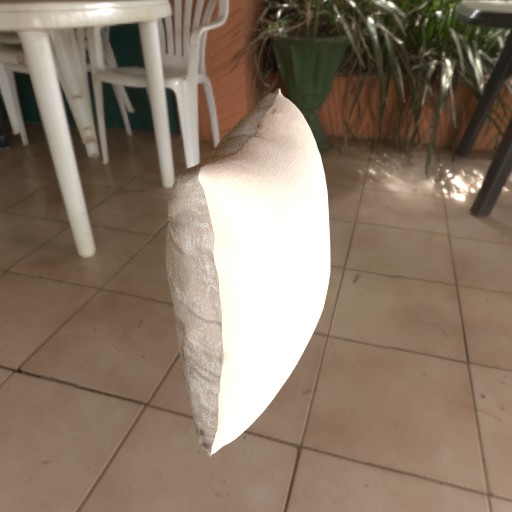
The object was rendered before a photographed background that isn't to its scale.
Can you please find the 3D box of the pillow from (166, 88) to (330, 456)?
[{"bbox_3d":[0.000,0.000,0.729,0.245,0.448,0.450,8,33,13],"label":"pillow"}]
